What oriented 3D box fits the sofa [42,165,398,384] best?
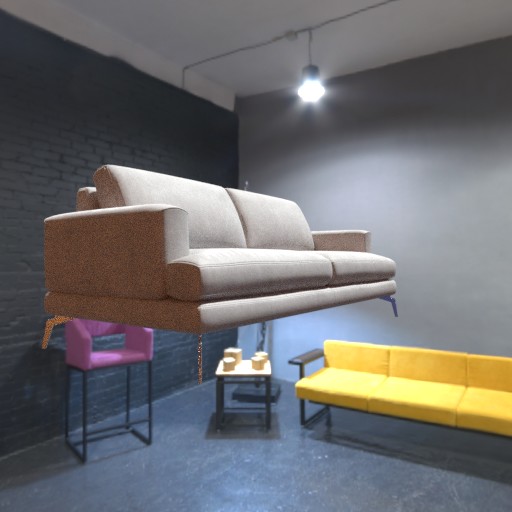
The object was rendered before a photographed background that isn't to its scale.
[{"bbox_3d":[0.000,0.000,2.514,0.980,0.830,2.013,0,0,35],"label":"sofa"}]
